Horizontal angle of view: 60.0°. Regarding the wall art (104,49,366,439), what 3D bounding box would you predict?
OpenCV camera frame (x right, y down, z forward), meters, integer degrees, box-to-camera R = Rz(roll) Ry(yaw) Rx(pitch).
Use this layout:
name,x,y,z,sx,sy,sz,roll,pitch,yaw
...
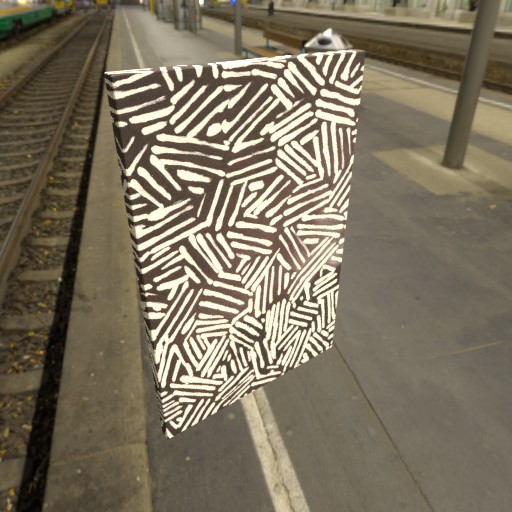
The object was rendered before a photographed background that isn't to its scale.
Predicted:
name,x,y,z,sx,sy,sz,roll,pitch,yaw
wall art,0.000,0.000,1.126,0.615,0.918,0.035,-20,36,-31
